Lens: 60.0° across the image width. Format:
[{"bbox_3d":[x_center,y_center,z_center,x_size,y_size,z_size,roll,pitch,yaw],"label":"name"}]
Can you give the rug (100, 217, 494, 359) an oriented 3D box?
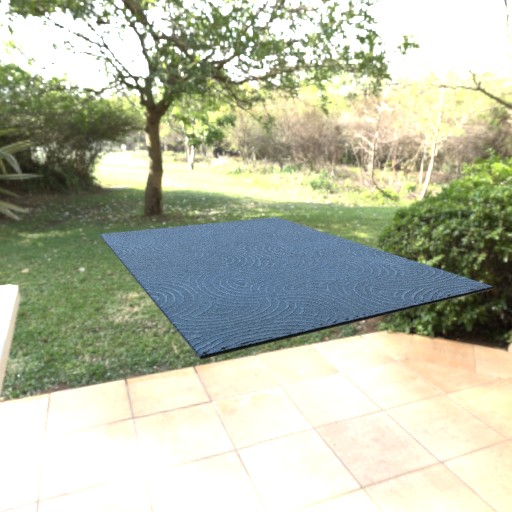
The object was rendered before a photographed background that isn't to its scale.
[{"bbox_3d":[0.000,0.000,2.767,1.543,0.015,2.144,-8,17,-26],"label":"rug"}]
